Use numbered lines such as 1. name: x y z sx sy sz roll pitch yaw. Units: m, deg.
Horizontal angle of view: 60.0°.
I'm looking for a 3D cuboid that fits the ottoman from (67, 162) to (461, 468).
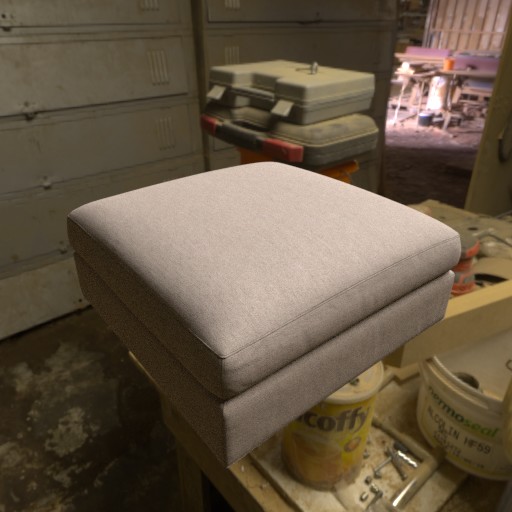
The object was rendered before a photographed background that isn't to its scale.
1. ottoman: 0.000 0.000 1.640 1.041 0.470 1.041 -21 35 -33
